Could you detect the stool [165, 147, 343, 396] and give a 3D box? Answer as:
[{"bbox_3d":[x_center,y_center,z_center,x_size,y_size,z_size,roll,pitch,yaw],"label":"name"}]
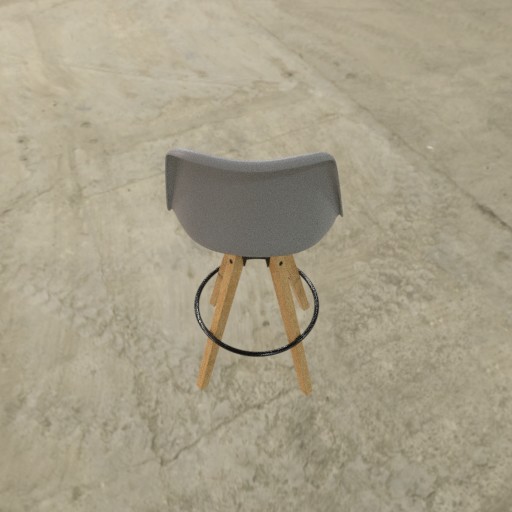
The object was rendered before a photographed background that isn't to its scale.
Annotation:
[{"bbox_3d":[0.000,0.000,1.401,0.485,1.115,0.550,2,48,2],"label":"stool"}]
